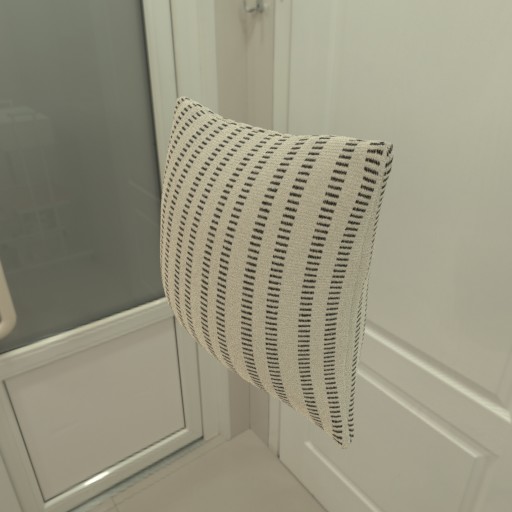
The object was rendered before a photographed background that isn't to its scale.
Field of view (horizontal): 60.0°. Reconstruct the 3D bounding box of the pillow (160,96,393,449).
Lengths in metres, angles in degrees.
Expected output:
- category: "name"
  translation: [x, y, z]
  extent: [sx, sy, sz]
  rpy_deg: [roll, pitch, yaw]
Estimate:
- category: "pillow"
  translation: [0.000, 0.000, 0.672]
  extent: [0.247, 0.419, 0.438]
  rpy_deg: [-18, 32, -32]
